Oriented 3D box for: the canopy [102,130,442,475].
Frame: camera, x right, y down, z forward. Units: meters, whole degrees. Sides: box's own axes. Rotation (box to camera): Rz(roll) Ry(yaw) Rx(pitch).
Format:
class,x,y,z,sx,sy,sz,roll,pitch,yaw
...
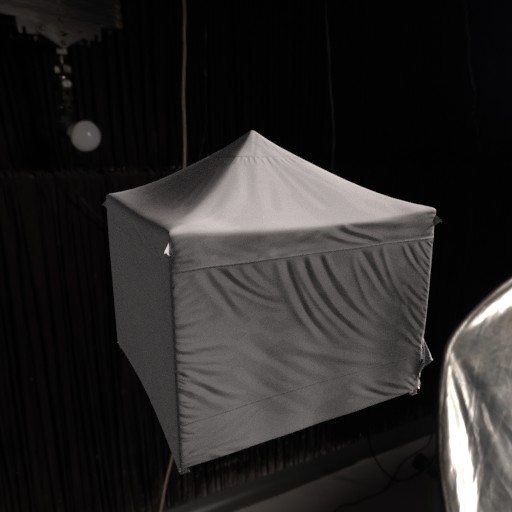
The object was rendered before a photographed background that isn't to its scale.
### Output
class,x,y,z,sx,sy,sz,roll,pitch,yaw
canopy,0.000,0.000,5.500,3.121,2.997,3.043,-7,16,-26
